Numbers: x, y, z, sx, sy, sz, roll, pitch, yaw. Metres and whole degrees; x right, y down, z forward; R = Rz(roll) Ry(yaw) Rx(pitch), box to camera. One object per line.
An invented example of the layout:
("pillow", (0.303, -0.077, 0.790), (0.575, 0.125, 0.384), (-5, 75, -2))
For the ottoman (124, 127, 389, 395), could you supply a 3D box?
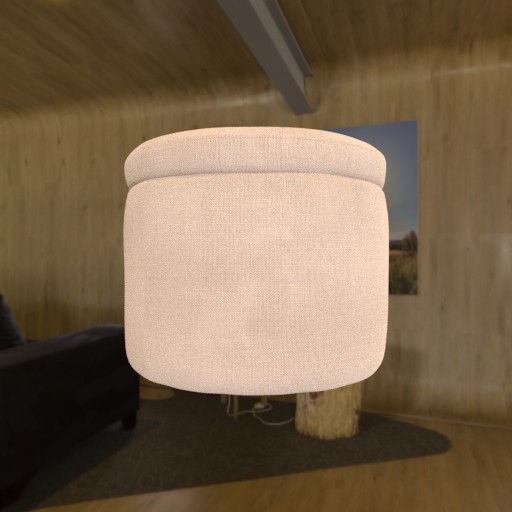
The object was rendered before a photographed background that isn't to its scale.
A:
("ottoman", (0.000, 0.000, 0.868), (0.497, 0.409, 0.497), (0, 0, 0))
